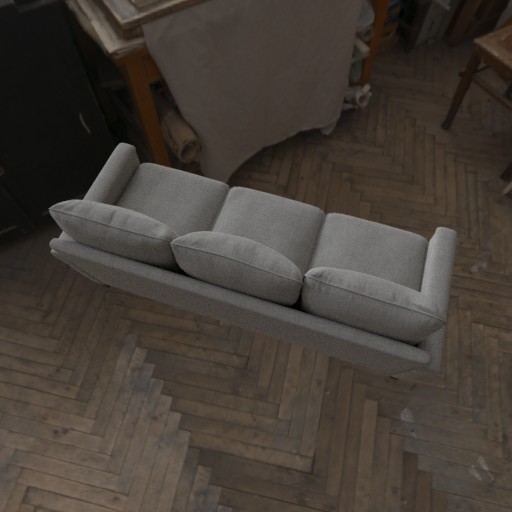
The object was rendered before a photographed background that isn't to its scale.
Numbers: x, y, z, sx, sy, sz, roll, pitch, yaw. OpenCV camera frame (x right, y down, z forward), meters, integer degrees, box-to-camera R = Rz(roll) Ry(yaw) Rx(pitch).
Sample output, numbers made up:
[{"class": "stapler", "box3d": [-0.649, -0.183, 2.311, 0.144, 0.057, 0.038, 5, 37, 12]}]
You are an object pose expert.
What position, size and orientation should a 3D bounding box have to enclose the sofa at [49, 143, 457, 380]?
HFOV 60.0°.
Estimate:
[{"class": "sofa", "box3d": [0.000, 0.000, 2.357, 1.925, 0.959, 0.828, 16, 63, 9]}]
